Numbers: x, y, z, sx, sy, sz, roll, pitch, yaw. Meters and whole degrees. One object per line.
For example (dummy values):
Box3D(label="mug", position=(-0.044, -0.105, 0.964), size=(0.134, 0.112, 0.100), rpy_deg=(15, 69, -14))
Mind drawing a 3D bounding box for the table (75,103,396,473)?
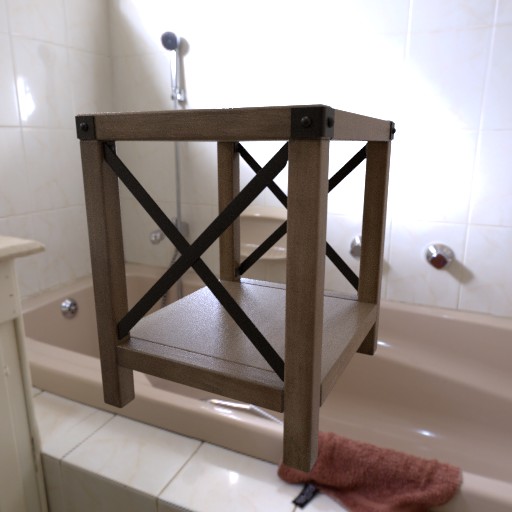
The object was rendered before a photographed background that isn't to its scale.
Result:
Box3D(label="table", position=(0.000, 0.000, 0.940), size=(0.459, 0.561, 0.510), rpy_deg=(7, 16, 26))
